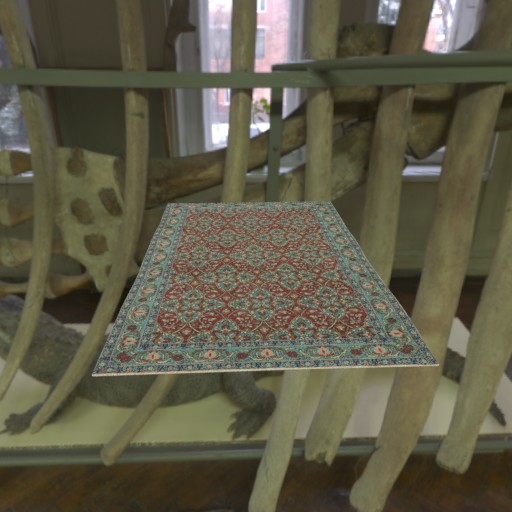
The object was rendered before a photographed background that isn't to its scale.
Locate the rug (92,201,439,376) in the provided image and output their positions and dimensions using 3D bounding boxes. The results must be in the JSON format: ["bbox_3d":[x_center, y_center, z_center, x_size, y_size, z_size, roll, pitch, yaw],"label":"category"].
[{"bbox_3d":[0.000,0.000,3.045,1.533,0.011,2.439,-1,24,-2],"label":"rug"}]
